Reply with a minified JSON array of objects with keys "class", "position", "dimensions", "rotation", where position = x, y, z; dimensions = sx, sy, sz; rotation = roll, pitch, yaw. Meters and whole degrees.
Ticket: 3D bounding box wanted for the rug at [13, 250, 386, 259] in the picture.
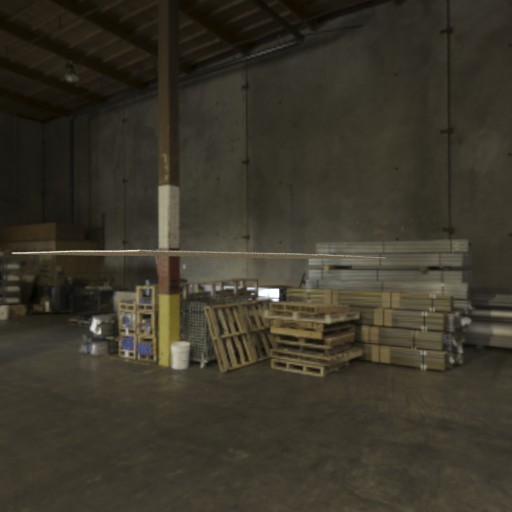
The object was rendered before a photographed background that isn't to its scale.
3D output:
[{"class":"rug","position":[0.000,0.000,2.555],"dimensions":[0.741,0.014,2.390],"rotation":[-1,-1,34]}]
